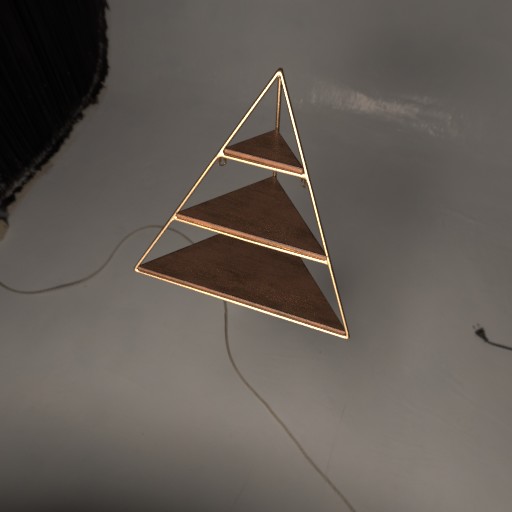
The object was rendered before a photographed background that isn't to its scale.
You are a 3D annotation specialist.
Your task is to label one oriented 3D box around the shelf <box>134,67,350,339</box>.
[{"bbox_3d":[0.000,0.000,1.158,0.564,0.913,0.294,17,59,10],"label":"shelf"}]
